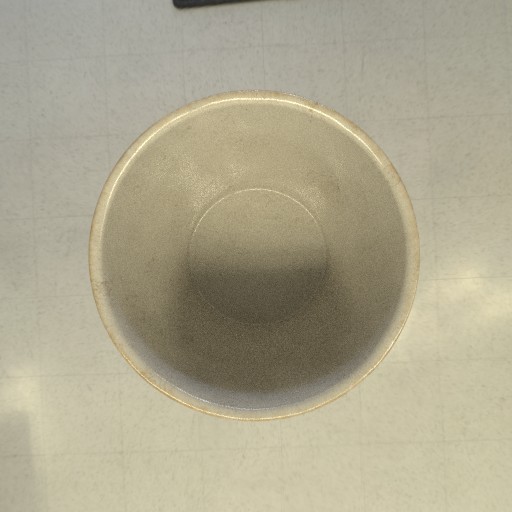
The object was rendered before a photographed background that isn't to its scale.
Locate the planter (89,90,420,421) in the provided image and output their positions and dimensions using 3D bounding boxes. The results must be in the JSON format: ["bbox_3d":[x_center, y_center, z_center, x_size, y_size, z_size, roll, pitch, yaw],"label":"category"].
[{"bbox_3d":[0.000,0.000,0.338,0.192,0.165,0.192,0,90,1],"label":"planter"}]
